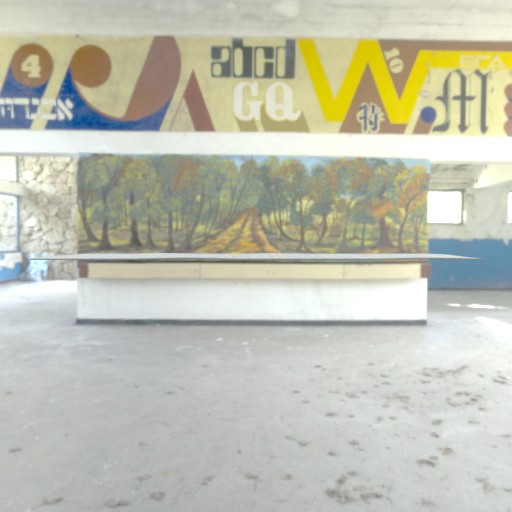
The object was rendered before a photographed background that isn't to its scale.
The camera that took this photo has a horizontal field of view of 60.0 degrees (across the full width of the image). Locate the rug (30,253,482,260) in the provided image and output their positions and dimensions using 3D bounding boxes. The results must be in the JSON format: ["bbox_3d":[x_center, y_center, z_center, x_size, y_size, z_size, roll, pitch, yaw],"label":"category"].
[{"bbox_3d":[0.000,0.000,2.766,2.439,0.013,0.762,0,2,0],"label":"rug"}]
